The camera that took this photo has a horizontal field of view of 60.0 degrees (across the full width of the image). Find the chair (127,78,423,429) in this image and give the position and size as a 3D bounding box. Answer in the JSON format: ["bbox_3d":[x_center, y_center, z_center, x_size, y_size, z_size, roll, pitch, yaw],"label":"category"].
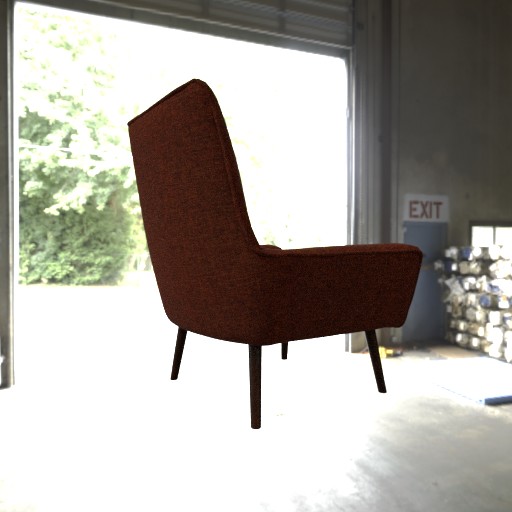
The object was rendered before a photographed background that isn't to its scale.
[{"bbox_3d":[0.000,0.000,1.507,0.784,0.911,0.803,-1,1,-35],"label":"chair"}]
